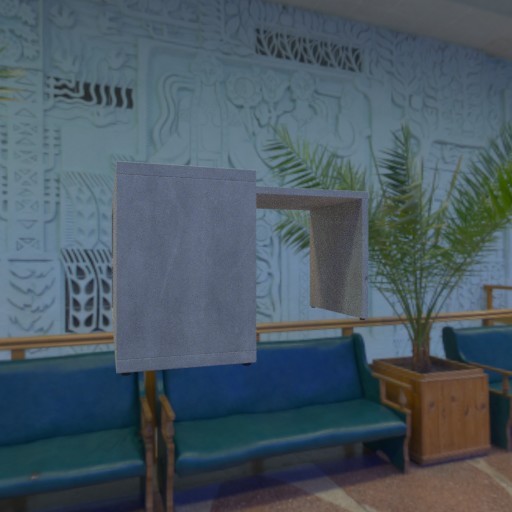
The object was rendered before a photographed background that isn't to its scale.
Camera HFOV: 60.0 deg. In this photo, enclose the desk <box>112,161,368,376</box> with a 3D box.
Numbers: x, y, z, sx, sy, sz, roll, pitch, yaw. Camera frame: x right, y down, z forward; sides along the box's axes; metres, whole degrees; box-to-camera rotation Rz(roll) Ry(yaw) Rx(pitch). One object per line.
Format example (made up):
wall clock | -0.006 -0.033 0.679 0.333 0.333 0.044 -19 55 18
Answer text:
desk | 0.000 0.000 2.284 1.400 0.740 1.500 0 0 -19
